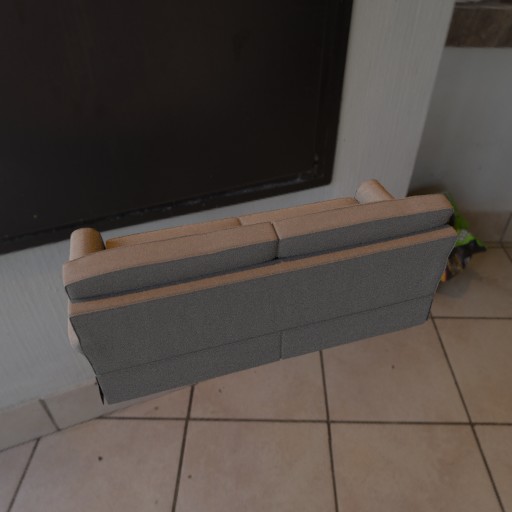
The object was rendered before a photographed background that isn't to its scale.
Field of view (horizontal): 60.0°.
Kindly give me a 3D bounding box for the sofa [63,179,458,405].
[{"bbox_3d":[0.000,0.000,2.818,2.248,0.943,0.991,-11,41,-13],"label":"sofa"}]
